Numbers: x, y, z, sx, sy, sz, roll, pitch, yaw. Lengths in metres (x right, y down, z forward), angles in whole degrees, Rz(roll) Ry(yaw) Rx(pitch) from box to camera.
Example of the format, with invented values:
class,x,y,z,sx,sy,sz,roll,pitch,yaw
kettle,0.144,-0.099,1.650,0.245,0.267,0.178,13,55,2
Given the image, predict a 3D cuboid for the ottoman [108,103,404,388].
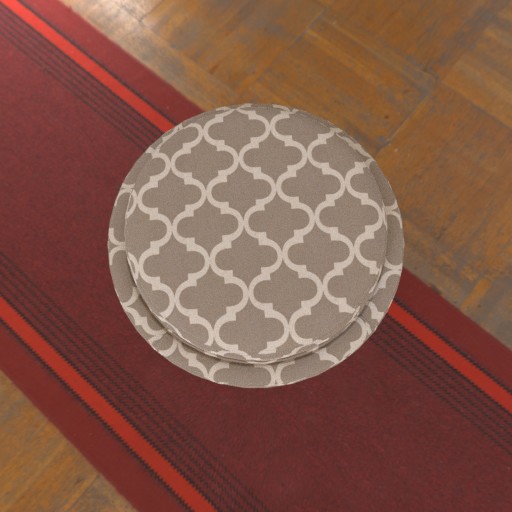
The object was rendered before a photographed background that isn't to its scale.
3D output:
class,x,y,z,sx,sy,sz,roll,pitch,yaw
ottoman,0.000,0.000,0.843,0.480,0.429,0.480,0,75,0
